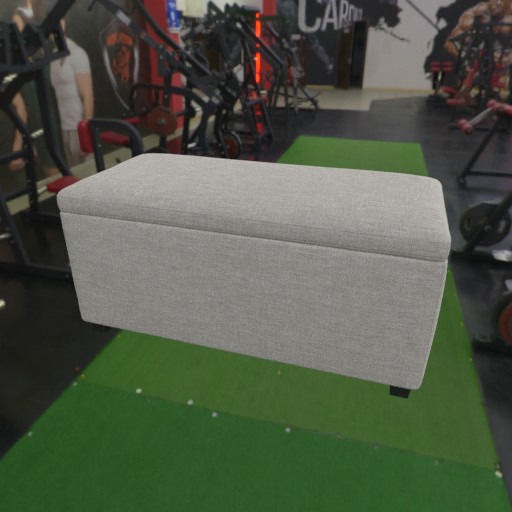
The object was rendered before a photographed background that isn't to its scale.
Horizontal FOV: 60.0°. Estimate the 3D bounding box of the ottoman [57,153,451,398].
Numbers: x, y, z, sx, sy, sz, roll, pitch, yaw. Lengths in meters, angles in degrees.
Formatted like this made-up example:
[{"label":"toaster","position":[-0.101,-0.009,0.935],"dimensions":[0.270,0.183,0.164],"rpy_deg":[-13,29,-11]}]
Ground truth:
[{"label":"ottoman","position":[0.000,0.000,1.182],"dimensions":[0.902,0.432,0.419],"rpy_deg":[8,28,16]}]
